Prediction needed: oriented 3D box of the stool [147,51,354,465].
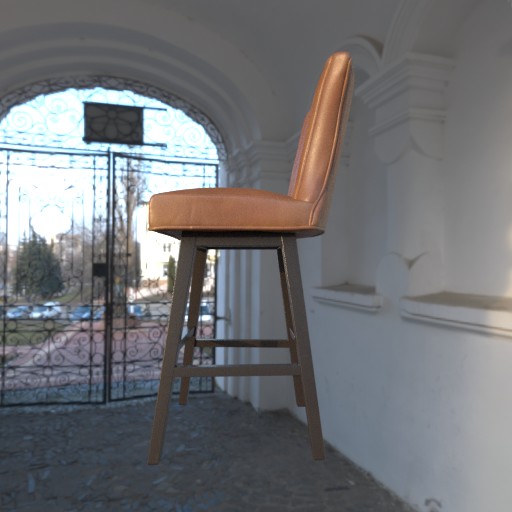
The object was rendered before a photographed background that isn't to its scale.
[{"bbox_3d":[0.000,0.000,1.419,0.585,1.094,0.522,0,-1,0],"label":"stool"}]
